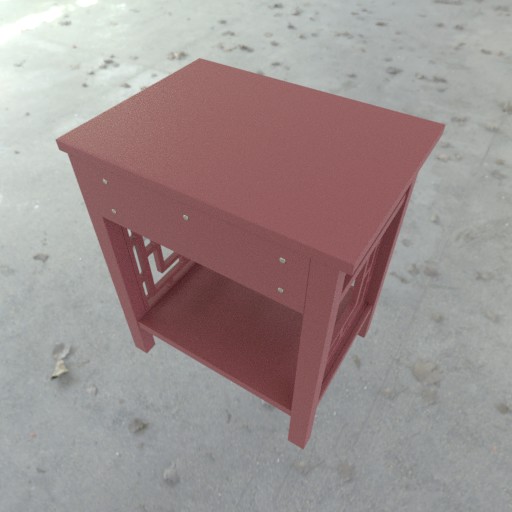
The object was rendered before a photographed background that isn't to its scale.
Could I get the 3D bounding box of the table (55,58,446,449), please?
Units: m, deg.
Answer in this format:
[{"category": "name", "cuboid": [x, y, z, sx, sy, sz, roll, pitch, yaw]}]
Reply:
[{"category": "table", "cuboid": [0.000, 0.000, 1.090, 0.599, 0.686, 0.451, 24, 51, 22]}]
